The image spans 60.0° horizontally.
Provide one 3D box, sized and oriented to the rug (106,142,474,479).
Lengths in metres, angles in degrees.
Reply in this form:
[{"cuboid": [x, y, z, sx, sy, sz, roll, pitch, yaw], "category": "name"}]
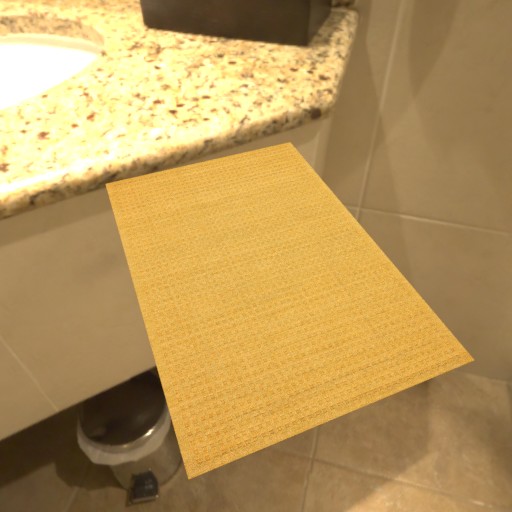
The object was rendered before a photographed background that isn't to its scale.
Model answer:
[{"cuboid": [0.000, 0.000, 3.638, 1.981, 0.006, 2.895, -16, 48, -15], "category": "rug"}]
